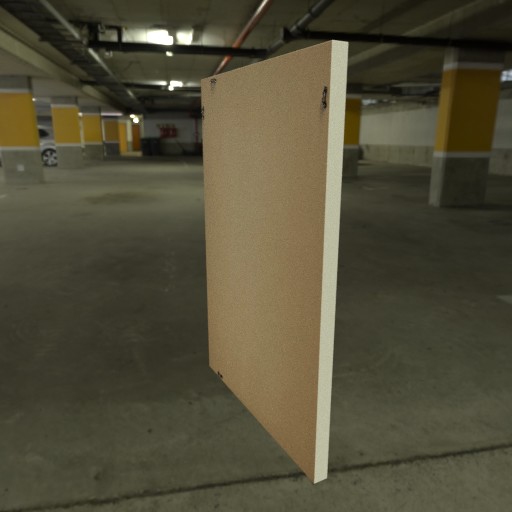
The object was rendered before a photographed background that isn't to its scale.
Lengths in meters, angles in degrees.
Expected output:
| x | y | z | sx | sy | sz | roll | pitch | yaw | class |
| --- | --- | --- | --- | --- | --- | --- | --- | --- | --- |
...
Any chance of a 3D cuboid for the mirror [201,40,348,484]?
| x | y | z | sx | sy | sz | roll | pitch | yaw | class |
| --- | --- | --- | --- | --- | --- | --- | --- | --- | --- |
| 0.000 | 0.000 | 1.146 | 0.041 | 0.914 | 0.609 | -8 | 17 | -27 | mirror |
